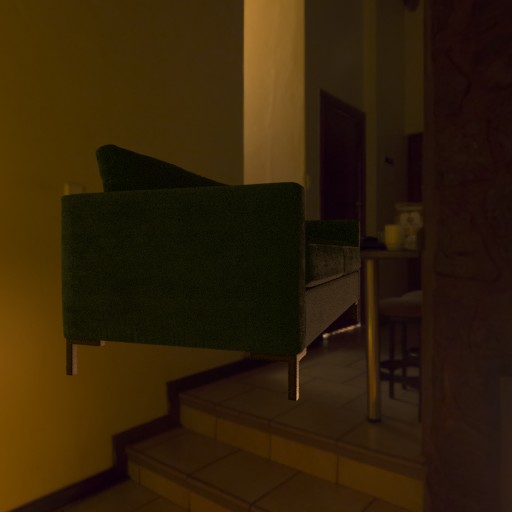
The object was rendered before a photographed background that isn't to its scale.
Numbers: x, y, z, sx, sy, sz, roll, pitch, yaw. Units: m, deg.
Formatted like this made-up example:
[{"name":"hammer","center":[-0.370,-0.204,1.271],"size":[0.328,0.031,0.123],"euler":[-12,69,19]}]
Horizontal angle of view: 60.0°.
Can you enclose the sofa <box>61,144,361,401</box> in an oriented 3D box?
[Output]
[{"name":"sofa","center":[0.000,0.000,2.160],"size":[0.875,0.817,1.676],"euler":[0,1,19]}]
